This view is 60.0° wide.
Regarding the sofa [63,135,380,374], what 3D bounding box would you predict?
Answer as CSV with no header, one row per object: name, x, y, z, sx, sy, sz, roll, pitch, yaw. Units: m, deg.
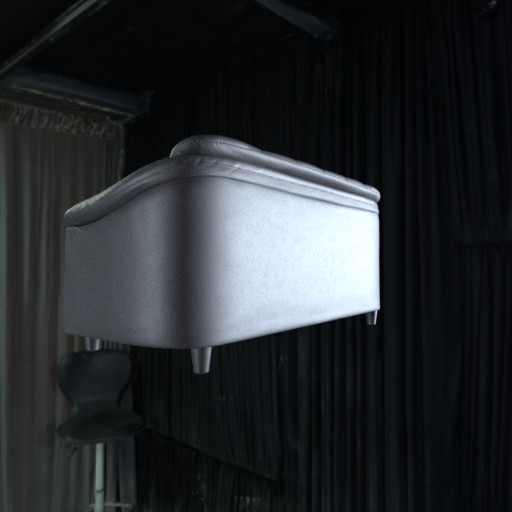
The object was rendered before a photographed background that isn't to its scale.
sofa,0.000,0.000,2.278,0.800,0.811,1.829,-1,-1,37
